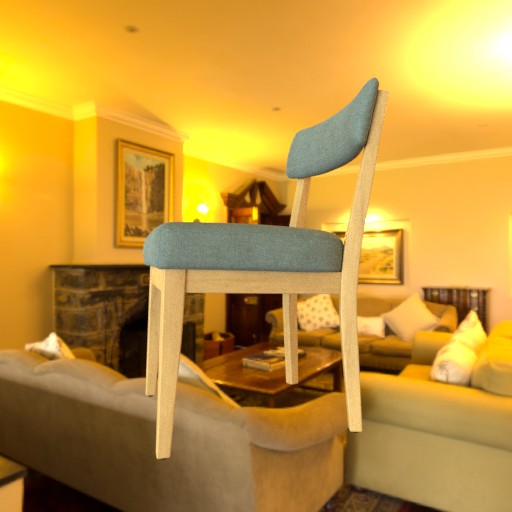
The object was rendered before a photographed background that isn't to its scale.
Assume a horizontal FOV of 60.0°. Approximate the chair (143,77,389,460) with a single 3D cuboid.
[{"bbox_3d":[0.000,0.000,1.188,0.572,0.832,0.508,0,0,-17],"label":"chair"}]
